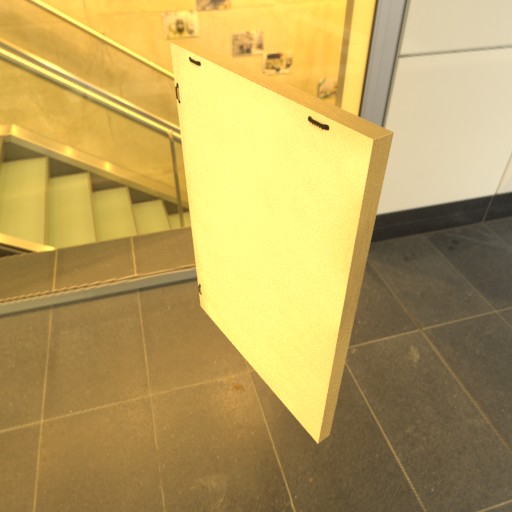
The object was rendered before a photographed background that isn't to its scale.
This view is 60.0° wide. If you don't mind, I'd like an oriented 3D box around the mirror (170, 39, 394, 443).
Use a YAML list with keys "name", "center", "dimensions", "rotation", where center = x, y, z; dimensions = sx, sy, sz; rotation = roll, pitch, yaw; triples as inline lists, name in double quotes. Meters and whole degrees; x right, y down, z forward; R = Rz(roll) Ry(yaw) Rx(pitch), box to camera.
- name: "mirror"
  center: [0.000, 0.000, 0.903]
  dimensions: [0.040, 0.710, 0.507]
  rotation: [-25, 46, -27]
